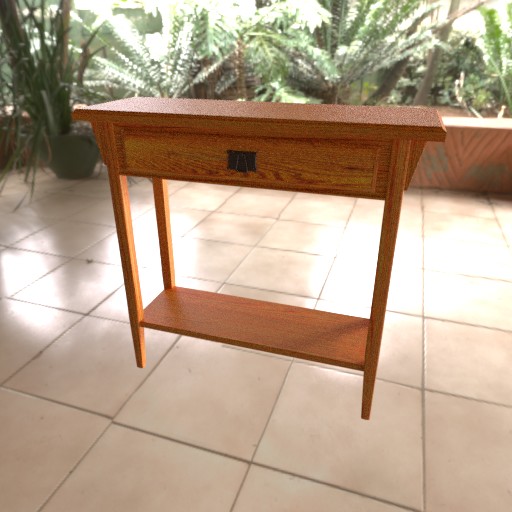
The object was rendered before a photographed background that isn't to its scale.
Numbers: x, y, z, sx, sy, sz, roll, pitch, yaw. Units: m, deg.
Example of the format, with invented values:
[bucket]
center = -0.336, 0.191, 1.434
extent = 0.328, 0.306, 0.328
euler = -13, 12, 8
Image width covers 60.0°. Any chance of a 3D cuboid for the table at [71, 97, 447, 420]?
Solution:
[table]
center = 0.000, 0.000, 1.117
extent = 0.762, 0.711, 0.254
euler = 8, 27, 16
